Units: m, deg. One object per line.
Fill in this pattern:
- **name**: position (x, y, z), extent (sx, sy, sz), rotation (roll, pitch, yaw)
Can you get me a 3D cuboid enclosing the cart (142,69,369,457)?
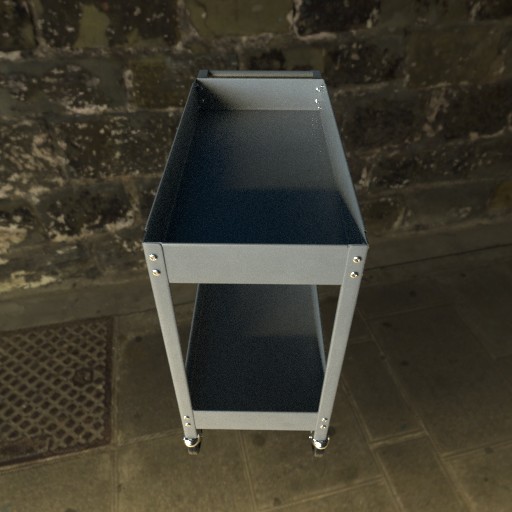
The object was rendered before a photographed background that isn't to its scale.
- **cart**: position (0.000, 0.000, 1.171), extent (0.366, 0.719, 0.779), rotation (1, 42, 1)
